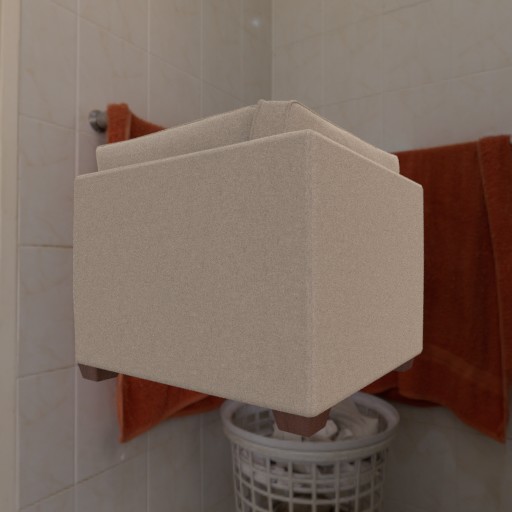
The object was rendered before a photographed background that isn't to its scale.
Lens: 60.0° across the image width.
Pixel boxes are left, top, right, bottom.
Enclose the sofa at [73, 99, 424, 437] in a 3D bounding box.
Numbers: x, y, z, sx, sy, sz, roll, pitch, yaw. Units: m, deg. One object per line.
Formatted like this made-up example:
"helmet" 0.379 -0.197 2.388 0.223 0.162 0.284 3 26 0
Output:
"sofa" 0.000 0.000 1.921 1.146 1.002 1.084 -1 -1 36
